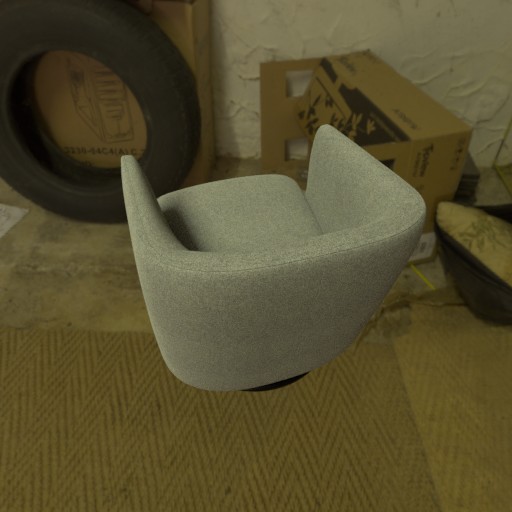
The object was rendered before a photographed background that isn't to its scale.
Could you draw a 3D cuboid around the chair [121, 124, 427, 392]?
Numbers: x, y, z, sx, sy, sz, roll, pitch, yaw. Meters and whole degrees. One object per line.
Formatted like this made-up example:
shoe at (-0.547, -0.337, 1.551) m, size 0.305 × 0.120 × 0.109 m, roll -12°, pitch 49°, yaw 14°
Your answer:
chair at (0.000, 0.000, 1.610) m, size 0.822 × 0.861 × 0.986 m, roll -12°, pitch 44°, yaw -13°
